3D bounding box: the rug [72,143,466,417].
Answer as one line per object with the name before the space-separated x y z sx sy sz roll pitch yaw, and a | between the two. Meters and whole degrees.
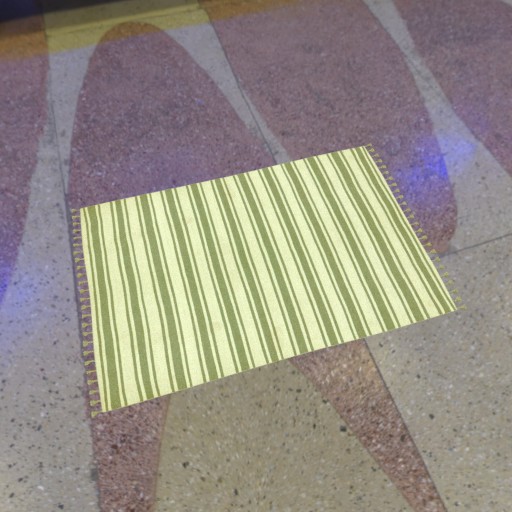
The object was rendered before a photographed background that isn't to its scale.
rug | 0.000 0.000 3.087 2.435 0.018 1.540 -14 60 -8
